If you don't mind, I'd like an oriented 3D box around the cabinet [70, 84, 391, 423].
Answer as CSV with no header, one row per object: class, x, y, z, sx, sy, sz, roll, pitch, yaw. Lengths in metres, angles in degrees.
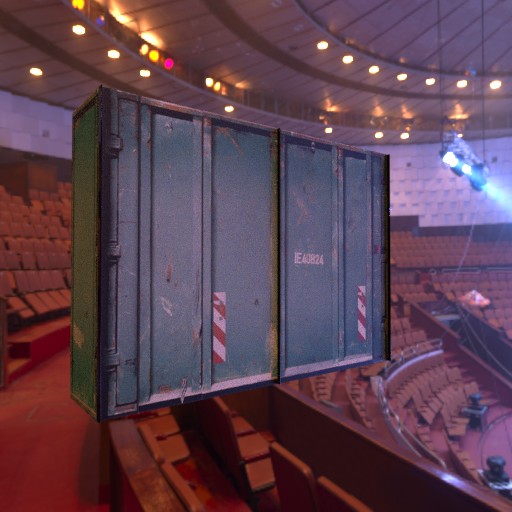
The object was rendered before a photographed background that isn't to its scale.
cabinet,0.000,0.000,3.995,3.001,2.160,0.680,1,-1,-37
